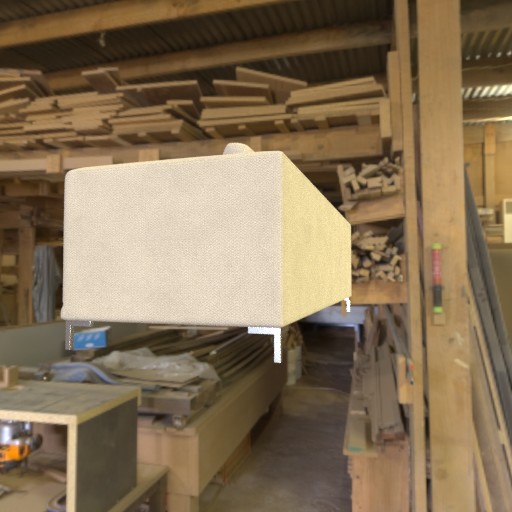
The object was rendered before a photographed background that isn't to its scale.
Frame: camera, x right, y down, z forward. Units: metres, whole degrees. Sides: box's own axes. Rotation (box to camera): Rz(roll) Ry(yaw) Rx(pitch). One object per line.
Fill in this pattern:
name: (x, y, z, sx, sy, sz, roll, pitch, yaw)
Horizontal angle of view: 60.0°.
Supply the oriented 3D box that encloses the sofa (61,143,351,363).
sofa: (0.000, 0.000, 2.858, 0.969, 0.867, 2.415, -1, -3, 18)
